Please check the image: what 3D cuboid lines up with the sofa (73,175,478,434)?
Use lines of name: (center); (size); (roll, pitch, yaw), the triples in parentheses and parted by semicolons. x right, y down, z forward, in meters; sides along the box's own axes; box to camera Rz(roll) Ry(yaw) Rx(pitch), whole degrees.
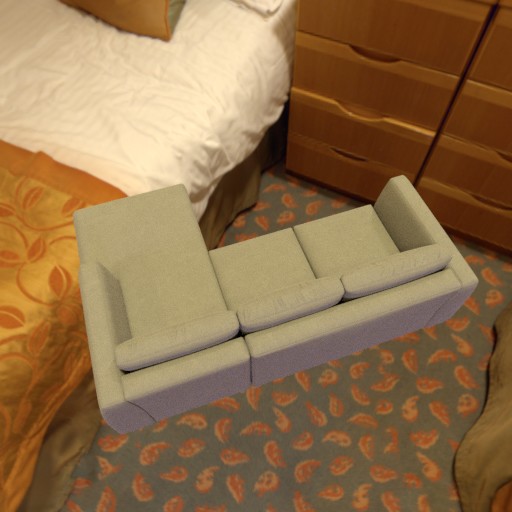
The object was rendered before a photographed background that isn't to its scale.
sofa: (0.000, 0.000, 3.030); (2.300, 0.860, 1.580); (-16, 59, -10)
